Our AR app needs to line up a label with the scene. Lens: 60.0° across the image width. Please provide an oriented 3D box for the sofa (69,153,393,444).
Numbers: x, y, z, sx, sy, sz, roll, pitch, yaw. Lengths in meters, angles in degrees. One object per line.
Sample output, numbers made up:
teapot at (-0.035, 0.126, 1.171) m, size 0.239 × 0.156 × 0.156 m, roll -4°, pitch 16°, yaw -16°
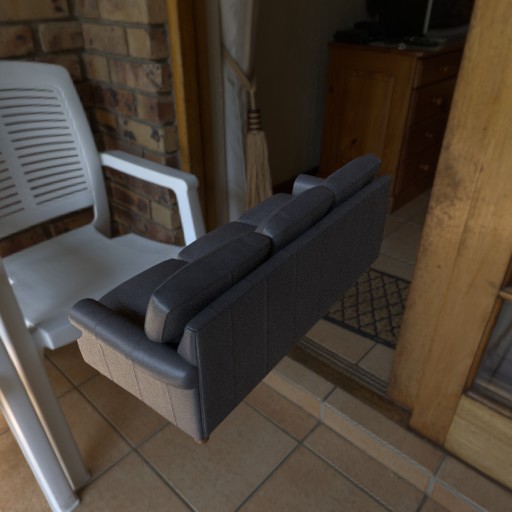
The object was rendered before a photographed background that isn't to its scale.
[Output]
sofa at (0.000, 0.000, 2.990) m, size 0.974 × 0.977 × 2.387 m, roll 22°, pitch 38°, yaw 30°
